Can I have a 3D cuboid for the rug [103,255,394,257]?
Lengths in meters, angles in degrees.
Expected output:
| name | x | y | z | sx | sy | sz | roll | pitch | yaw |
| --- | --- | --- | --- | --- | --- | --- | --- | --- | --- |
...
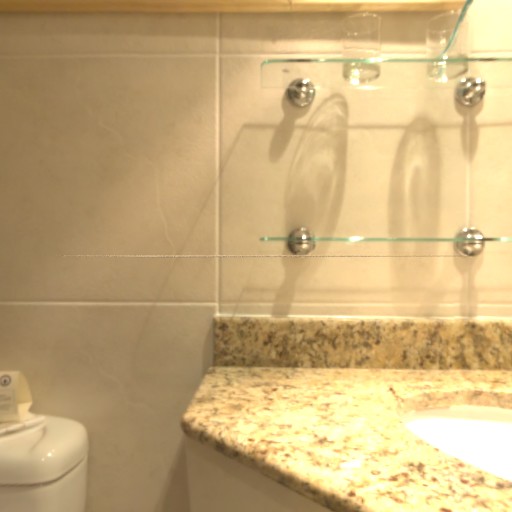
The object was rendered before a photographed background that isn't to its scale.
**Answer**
| name | x | y | z | sx | sy | sz | roll | pitch | yaw |
| --- | --- | --- | --- | --- | --- | --- | --- | --- | --- |
| rug | 0.000 | 0.000 | 4.140 | 3.037 | 0.004 | 2.453 | 0 | 0 | -36 |
